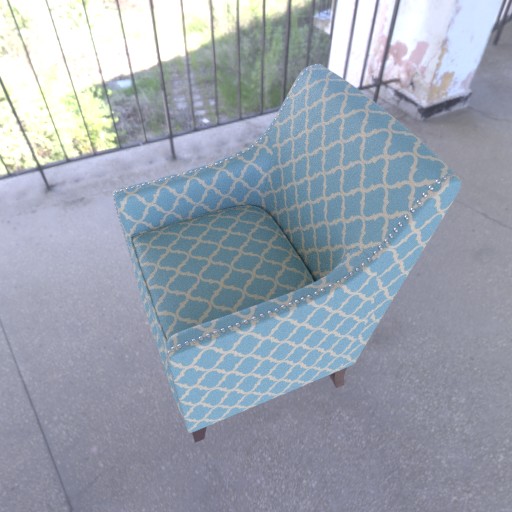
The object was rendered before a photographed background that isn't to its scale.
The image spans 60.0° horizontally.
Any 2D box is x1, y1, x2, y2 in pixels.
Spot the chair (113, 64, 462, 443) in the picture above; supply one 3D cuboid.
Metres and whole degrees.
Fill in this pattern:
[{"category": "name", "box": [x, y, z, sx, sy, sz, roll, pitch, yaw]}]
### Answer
[{"category": "chair", "box": [0.000, 0.000, 1.302, 0.686, 0.817, 0.617, -18, 50, -16]}]
